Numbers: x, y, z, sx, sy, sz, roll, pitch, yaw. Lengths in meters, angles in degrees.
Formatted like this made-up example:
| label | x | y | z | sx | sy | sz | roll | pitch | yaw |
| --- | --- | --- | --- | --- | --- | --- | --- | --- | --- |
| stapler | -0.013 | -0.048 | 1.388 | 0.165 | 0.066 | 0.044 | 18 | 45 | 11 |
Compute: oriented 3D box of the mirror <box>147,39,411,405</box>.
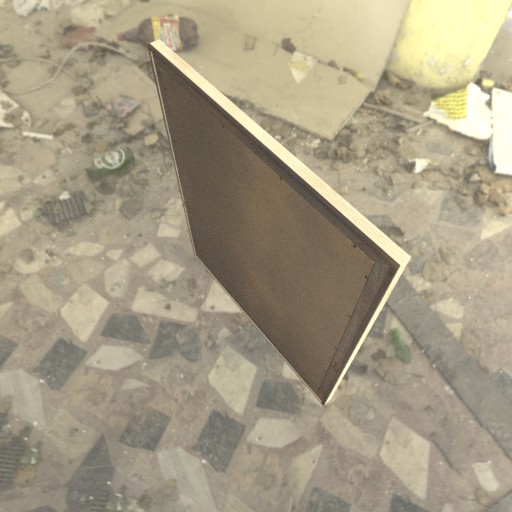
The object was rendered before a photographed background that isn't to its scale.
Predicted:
| label | x | y | z | sx | sy | sz | roll | pitch | yaw |
| --- | --- | --- | --- | --- | --- | --- | --- | --- | --- |
| mirror | 0.000 | 0.000 | 1.207 | 0.032 | 0.882 | 0.730 | -34 | 64 | -19 |
